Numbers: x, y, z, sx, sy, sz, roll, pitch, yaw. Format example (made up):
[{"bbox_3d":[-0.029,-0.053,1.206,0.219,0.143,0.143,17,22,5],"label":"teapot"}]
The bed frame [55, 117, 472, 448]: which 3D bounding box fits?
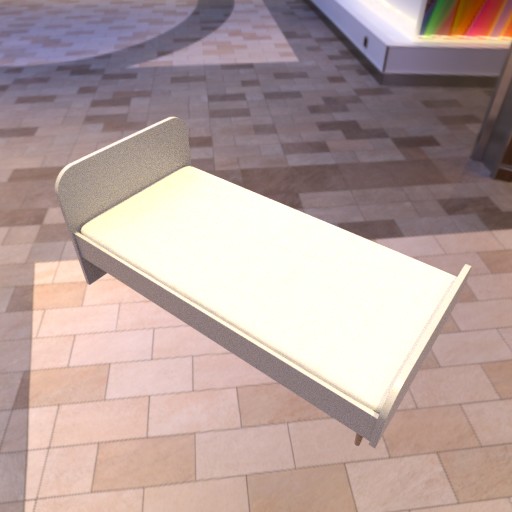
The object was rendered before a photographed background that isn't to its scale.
[{"bbox_3d":[0.000,0.000,2.428,1.963,0.805,0.998,26,48,27],"label":"bed frame"}]
